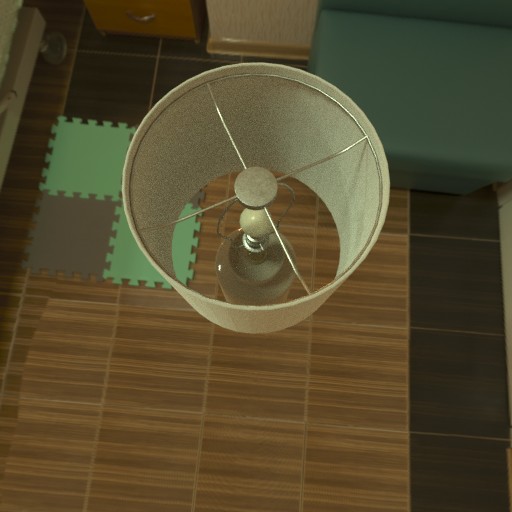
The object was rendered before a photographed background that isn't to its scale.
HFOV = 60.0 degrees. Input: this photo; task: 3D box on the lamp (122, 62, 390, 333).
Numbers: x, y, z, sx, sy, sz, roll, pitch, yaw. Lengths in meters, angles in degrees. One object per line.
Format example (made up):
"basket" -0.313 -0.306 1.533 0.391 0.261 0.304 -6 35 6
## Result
"lamp" 0.000 0.000 0.588 0.212 0.493 0.212 -23 76 -6
